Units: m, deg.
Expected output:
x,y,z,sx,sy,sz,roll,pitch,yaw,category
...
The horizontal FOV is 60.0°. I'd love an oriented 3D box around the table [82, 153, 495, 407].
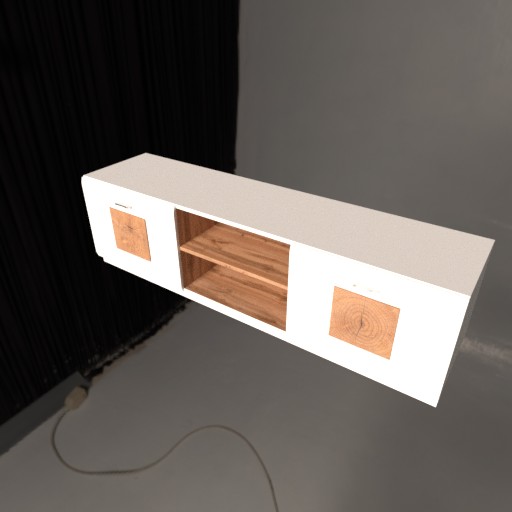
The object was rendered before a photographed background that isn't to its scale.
x,y,z,sx,sy,sz,roll,pitch,yaw,category
0.000,0.000,1.740,1.550,0.440,0.400,19,36,29,table
